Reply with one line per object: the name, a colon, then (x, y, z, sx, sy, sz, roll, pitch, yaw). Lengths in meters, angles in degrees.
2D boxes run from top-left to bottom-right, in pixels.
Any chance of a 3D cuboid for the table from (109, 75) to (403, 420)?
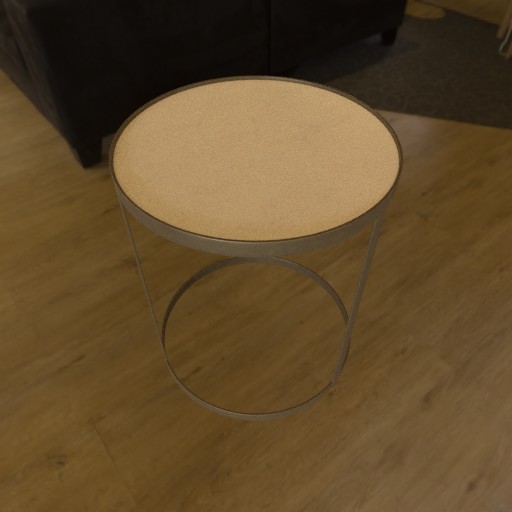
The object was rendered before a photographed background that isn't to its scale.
table: (0.000, 0.000, 0.947, 0.480, 0.565, 0.480, 0, 47, 0)
